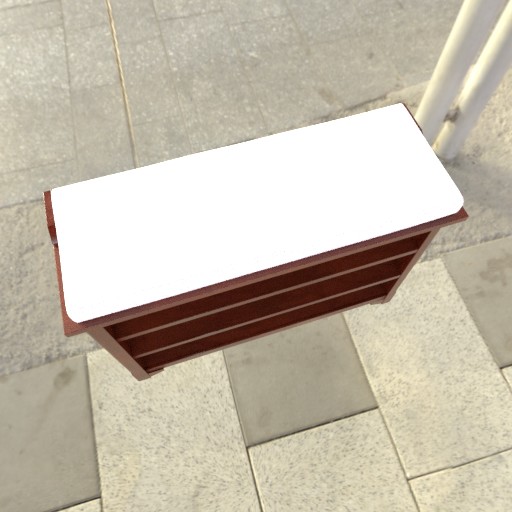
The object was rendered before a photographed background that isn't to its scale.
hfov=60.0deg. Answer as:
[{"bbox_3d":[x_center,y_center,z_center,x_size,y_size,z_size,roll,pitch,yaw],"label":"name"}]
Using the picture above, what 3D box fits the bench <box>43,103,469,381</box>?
[{"bbox_3d":[0.000,0.000,1.337,0.987,0.646,0.369,-16,64,-8],"label":"bench"}]
